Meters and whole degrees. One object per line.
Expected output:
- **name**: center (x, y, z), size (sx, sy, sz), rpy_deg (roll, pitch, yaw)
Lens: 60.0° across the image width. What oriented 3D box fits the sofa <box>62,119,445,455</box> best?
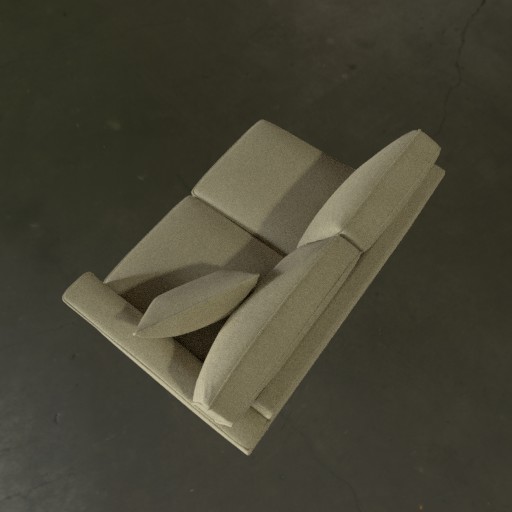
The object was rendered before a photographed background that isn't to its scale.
- **sofa**: center (0.000, 0.000, 2.049), size (0.991, 0.989, 1.388), rpy_deg (35, 69, 15)
